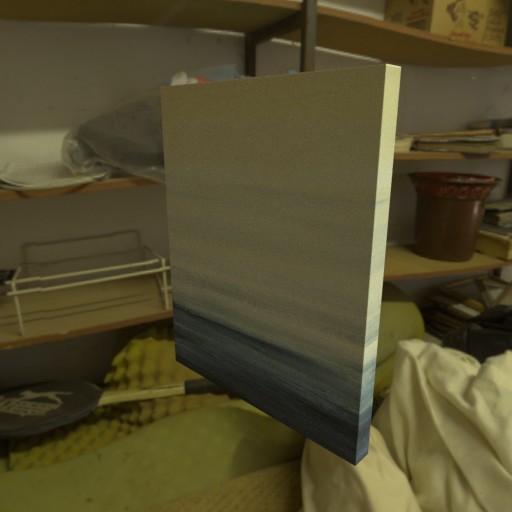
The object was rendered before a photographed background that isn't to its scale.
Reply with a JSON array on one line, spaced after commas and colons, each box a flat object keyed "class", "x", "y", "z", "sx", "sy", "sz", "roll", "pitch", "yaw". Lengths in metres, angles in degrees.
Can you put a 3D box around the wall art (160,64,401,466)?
[{"class": "wall art", "x": 0.000, "y": 0.000, "z": 0.815, "sx": 0.489, "sy": 0.608, "sz": 0.040, "roll": 15, "pitch": 22, "yaw": 42}]
